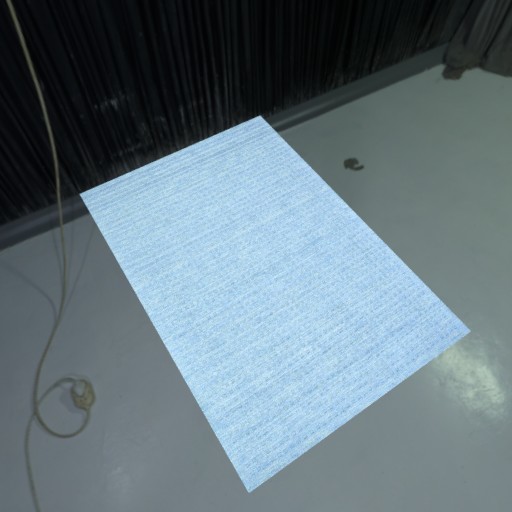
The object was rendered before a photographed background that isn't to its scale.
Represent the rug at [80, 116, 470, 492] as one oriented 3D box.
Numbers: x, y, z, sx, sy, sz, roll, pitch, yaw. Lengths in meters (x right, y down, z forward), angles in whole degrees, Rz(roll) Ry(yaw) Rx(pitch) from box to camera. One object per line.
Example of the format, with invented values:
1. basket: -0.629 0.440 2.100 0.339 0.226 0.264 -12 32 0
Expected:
1. rug: 0.000 0.000 3.707 1.982 0.006 2.895 -29 62 -17
